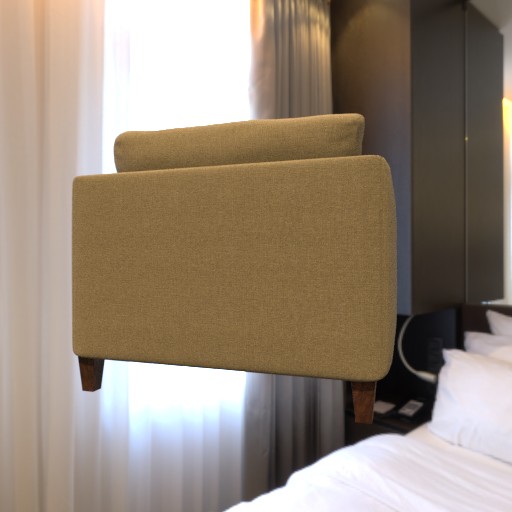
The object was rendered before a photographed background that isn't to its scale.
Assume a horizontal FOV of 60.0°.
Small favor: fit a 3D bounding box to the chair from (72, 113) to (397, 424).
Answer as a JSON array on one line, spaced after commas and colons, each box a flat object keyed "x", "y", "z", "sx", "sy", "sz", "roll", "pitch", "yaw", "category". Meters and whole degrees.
[{"x": 0.000, "y": 0.000, "z": 1.836, "sx": 1.107, "sy": 0.963, "sz": 0.959, "roll": 0, "pitch": 0, "yaw": 18, "category": "chair"}]
